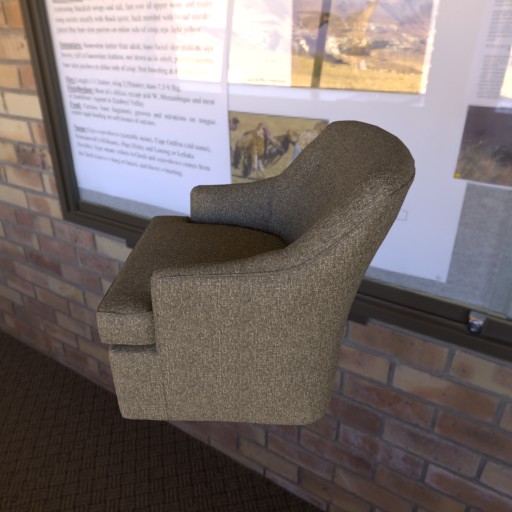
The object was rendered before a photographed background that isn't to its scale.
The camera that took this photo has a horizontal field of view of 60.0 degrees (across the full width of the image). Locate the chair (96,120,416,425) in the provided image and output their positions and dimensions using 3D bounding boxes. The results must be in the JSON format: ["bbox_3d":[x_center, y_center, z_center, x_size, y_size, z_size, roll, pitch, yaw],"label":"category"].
[{"bbox_3d":[0.000,0.000,1.576,0.923,0.856,0.864,0,26,1],"label":"chair"}]
